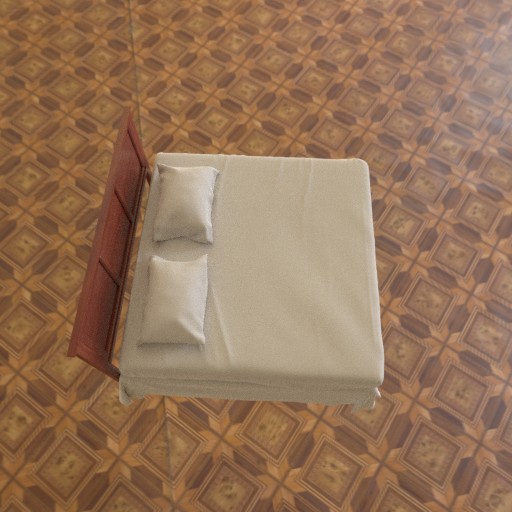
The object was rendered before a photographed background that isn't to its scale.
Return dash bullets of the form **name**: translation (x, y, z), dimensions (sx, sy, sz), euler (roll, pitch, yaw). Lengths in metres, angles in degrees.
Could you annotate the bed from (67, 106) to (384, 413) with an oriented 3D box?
- **bed**: translation (0.000, 0.000, 3.668), dimensions (2.219, 1.271, 2.314), euler (2, 65, 1)
